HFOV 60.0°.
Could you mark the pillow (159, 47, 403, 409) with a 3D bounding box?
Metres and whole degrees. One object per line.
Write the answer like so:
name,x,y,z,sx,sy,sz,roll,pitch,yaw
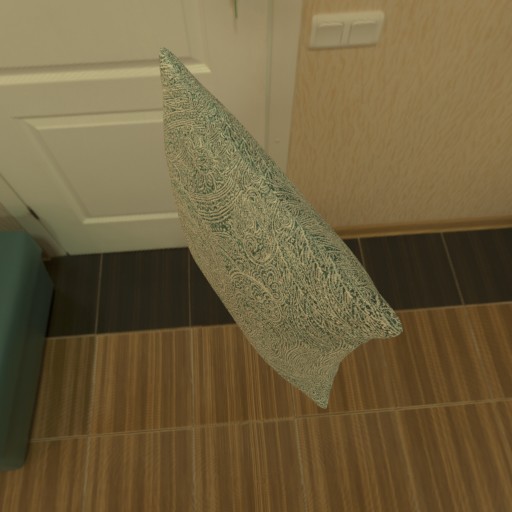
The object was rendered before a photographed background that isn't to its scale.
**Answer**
pillow,0.000,0.000,0.779,0.166,0.507,0.526,-31,67,-15
